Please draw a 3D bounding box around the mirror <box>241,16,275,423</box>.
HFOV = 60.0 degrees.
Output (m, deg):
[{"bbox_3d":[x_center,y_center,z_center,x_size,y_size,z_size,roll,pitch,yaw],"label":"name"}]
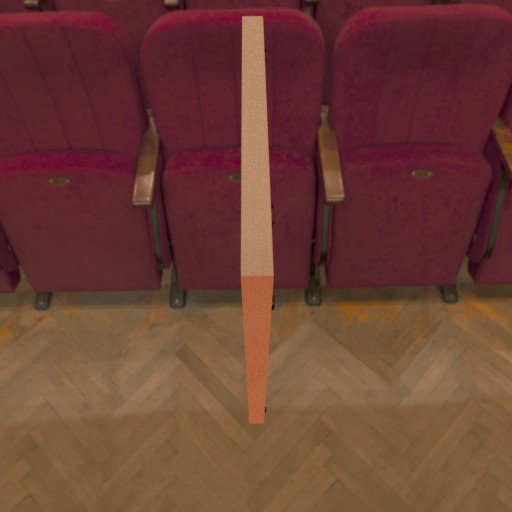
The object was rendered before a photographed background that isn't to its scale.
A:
[{"bbox_3d":[0.000,0.000,0.910,0.040,0.710,0.507,-1,57,0],"label":"mirror"}]
